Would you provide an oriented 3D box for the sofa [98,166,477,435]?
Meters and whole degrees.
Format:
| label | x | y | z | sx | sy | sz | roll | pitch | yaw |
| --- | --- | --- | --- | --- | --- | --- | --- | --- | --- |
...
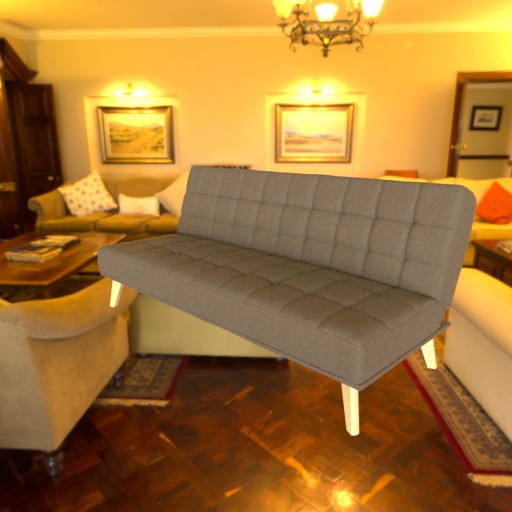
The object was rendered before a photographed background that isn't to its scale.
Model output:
| label | x | y | z | sx | sy | sz | roll | pitch | yaw |
| --- | --- | --- | --- | --- | --- | --- | --- | --- | --- |
| sofa | 0.000 | 0.000 | 2.265 | 1.800 | 0.810 | 0.860 | 14 | 21 | 43 |
